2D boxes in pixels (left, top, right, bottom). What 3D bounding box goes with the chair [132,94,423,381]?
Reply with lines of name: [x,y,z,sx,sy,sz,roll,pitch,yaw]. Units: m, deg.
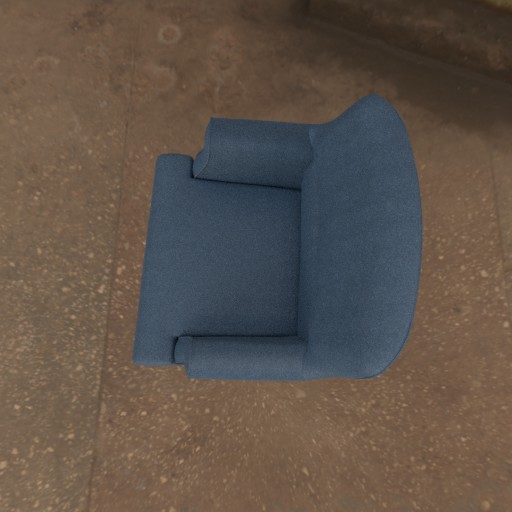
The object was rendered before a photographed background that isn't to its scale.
chair: [0.000,0.000,1.413,0.754,0.878,0.770,3,76,1]
